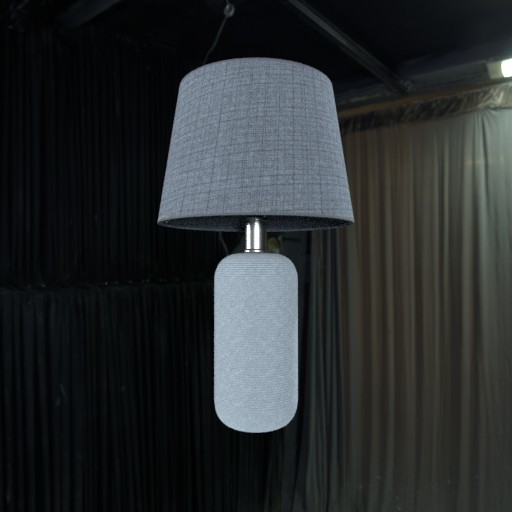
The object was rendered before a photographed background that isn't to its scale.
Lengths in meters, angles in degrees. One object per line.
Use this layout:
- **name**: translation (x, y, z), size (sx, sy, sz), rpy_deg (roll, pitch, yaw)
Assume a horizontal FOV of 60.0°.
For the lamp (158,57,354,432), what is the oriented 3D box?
- **lamp**: translation (0.000, 0.000, 0.578), size (0.251, 0.429, 0.251), rpy_deg (0, -1, 0)
